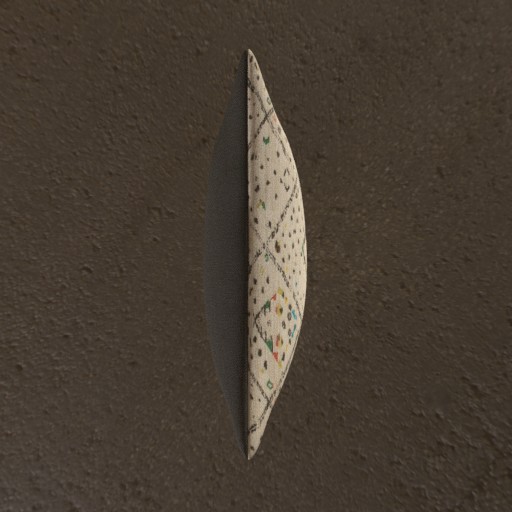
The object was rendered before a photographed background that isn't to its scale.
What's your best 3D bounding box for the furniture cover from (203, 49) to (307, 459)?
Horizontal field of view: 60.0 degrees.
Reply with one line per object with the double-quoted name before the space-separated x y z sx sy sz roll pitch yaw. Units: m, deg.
"furniture cover" 0.000 0.000 0.799 0.180 0.498 0.525 0 90 2
